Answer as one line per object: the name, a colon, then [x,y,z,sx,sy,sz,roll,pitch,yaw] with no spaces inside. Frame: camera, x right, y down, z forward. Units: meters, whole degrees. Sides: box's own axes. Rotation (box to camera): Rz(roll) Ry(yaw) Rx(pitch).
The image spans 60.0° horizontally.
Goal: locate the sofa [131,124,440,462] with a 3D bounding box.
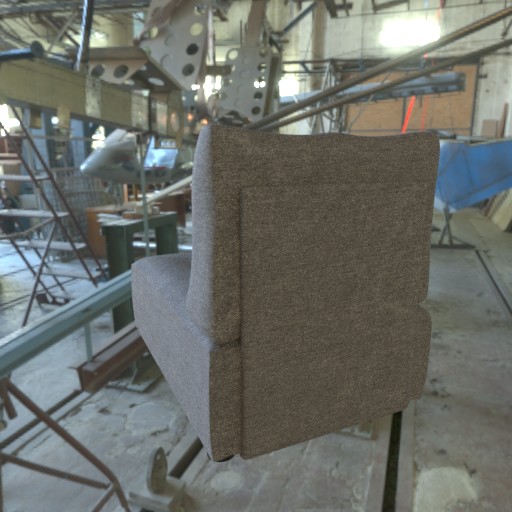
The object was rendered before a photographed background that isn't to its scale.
sofa: [0.000,0.000,1.548,0.700,0.820,1.000,-6,14,-25]
